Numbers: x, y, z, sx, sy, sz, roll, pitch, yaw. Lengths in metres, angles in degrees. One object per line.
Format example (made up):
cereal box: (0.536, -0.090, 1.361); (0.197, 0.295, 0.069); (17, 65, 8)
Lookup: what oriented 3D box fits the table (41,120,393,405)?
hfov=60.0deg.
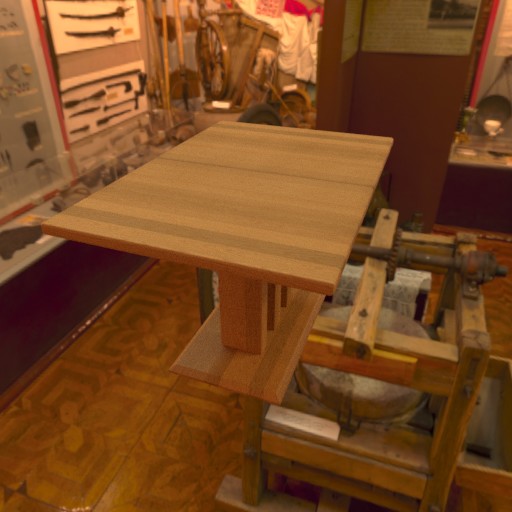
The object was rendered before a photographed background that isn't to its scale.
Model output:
table: (0.000, 0.000, 1.913); (0.900, 0.770, 1.300); (11, 33, 18)
